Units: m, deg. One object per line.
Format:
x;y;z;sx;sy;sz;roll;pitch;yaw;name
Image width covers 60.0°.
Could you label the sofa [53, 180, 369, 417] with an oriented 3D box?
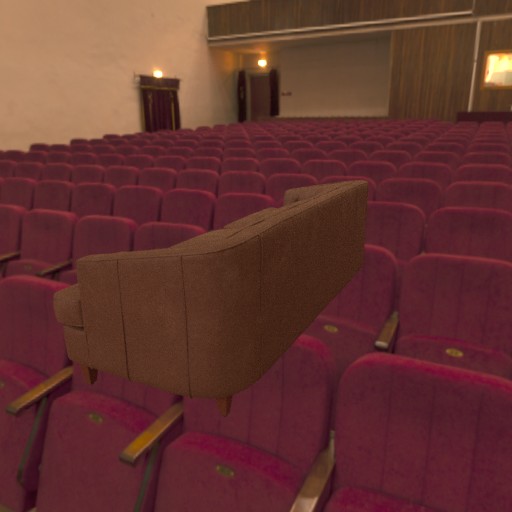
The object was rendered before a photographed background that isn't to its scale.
0.000;0.000;2.691;0.927;0.787;2.227;8;19;26;sofa
